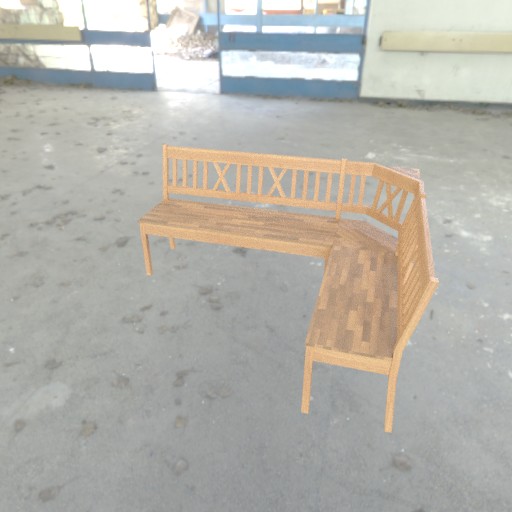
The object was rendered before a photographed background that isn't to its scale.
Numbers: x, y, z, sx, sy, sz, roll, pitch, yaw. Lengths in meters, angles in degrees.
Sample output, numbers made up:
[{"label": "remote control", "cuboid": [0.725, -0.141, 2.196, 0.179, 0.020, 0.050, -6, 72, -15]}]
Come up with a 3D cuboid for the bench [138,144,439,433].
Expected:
[{"label": "bench", "cuboid": [0.000, 0.000, 2.843, 1.937, 0.902, 1.537, 8, 30, 14]}]
